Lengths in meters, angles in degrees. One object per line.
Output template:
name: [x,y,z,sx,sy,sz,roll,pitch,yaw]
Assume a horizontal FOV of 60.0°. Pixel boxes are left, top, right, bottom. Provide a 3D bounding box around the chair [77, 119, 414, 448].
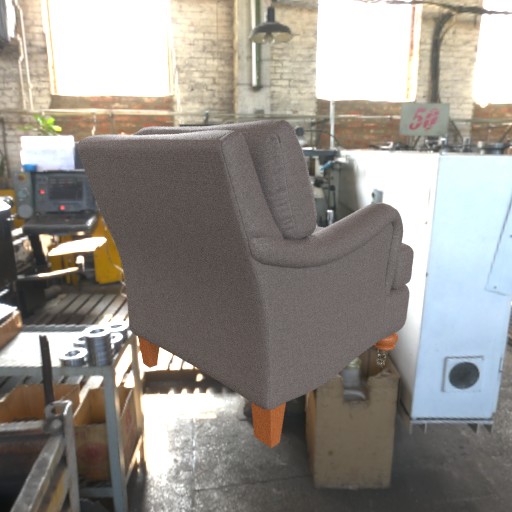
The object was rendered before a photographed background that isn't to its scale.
chair: [0.000,0.000,1.844,1.070,1.038,0.955,-13,19,-43]
